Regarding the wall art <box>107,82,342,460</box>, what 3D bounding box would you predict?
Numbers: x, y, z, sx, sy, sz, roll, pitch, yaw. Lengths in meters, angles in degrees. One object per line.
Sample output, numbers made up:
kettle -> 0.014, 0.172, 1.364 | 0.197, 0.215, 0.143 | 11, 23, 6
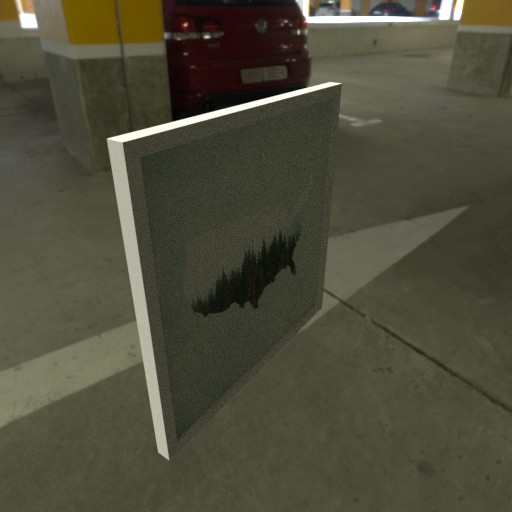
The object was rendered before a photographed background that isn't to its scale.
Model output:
wall art -> 0.000, 0.000, 1.153 | 0.038, 0.762, 0.762 | 19, 35, 31
